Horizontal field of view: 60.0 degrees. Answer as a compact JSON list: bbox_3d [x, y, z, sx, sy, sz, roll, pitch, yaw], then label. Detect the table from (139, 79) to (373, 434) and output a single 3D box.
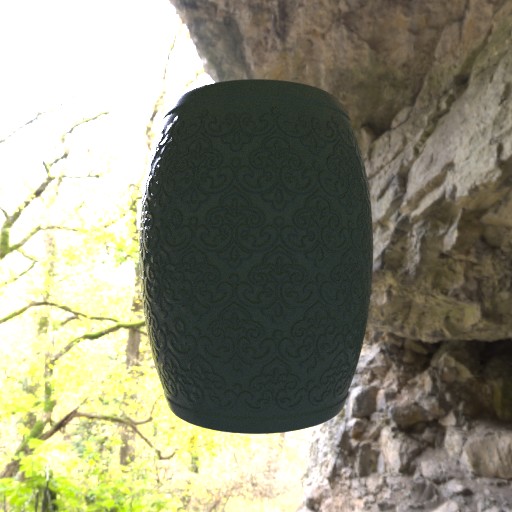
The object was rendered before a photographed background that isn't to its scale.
[{"bbox_3d":[0.000,0.000,0.604,0.309,0.397,0.309,0,1,0],"label":"table"}]
